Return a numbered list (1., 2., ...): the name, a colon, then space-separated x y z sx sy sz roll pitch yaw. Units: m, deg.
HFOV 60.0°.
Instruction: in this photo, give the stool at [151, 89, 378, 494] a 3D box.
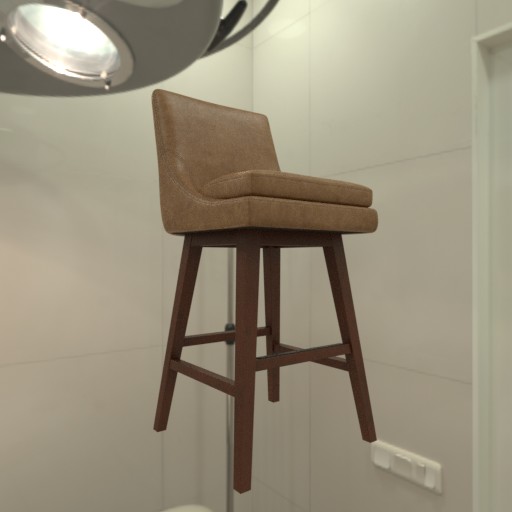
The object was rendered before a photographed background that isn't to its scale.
1. stool: 0.000 0.000 1.359 0.487 1.079 0.572 0 0 -37
